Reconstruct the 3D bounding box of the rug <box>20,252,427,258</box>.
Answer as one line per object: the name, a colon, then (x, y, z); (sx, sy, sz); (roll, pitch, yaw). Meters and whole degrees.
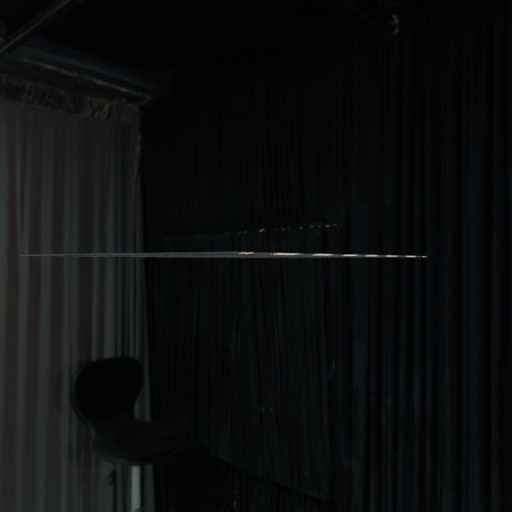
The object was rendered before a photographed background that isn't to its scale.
rug: (0.000, 0.000, 2.897); (1.522, 0.010, 2.311); (0, -1, 37)
